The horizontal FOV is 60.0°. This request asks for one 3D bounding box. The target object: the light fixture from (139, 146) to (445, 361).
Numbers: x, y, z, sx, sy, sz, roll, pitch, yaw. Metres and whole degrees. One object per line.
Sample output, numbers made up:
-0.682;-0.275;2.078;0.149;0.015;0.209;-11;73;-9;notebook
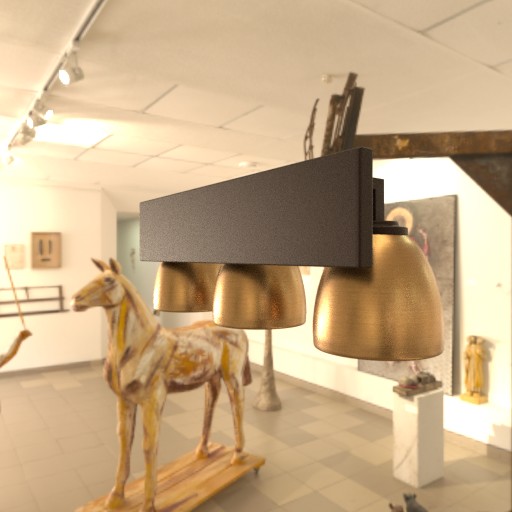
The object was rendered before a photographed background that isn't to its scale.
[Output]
0.000;0.000;0.671;0.157;0.204;0.582;0;0;-36;light fixture
